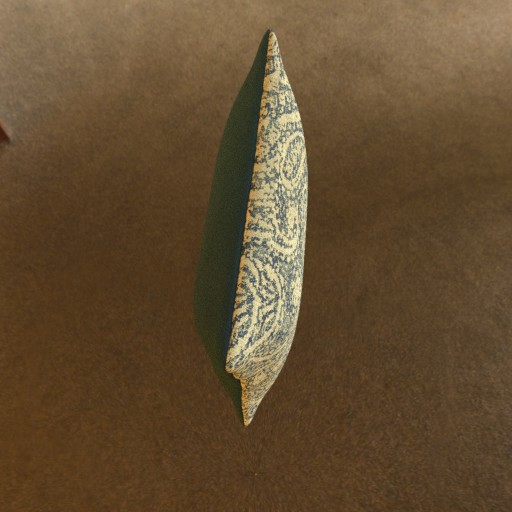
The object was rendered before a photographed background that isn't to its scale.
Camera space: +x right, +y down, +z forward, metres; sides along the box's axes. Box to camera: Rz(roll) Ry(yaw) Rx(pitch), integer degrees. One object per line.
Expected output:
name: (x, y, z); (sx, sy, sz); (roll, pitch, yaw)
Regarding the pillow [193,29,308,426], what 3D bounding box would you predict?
pillow: (0.000, 0.000, 0.786); (0.166, 0.510, 0.523); (5, 64, 3)
